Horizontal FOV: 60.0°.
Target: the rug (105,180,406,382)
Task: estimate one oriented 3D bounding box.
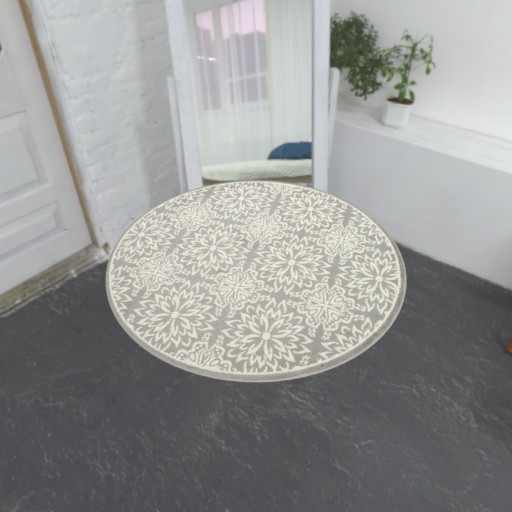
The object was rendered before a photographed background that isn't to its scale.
[{"bbox_3d":[0.000,0.000,2.422,1.593,0.012,1.593,0,40,0],"label":"rug"}]
